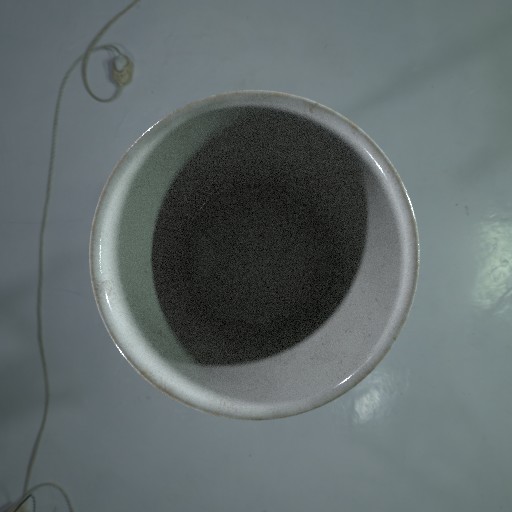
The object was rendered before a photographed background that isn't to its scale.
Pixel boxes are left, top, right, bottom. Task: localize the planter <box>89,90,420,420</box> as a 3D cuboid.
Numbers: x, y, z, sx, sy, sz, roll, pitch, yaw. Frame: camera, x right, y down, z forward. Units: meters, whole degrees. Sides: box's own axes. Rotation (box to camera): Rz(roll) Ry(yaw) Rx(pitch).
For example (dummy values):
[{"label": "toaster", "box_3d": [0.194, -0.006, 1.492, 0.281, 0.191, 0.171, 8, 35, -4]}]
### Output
[{"label": "planter", "box_3d": [0.000, 0.000, 0.221, 0.126, 0.104, 0.126, 0, 89, 1]}]
